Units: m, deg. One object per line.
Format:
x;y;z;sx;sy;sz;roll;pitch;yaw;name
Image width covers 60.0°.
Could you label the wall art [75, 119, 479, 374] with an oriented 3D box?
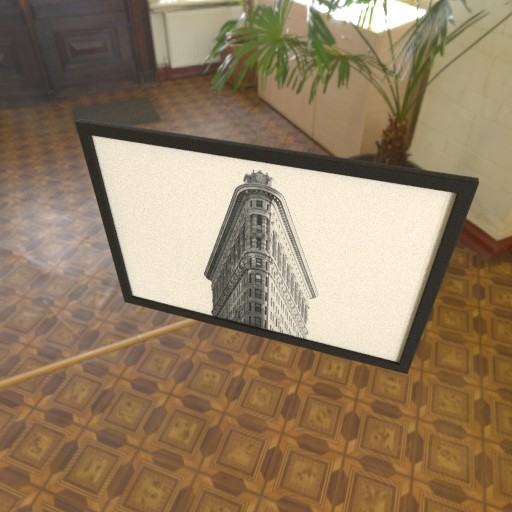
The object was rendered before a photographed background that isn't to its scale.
0.000;0.000;1.239;0.964;0.659;0.049;13;42;15;wall art
